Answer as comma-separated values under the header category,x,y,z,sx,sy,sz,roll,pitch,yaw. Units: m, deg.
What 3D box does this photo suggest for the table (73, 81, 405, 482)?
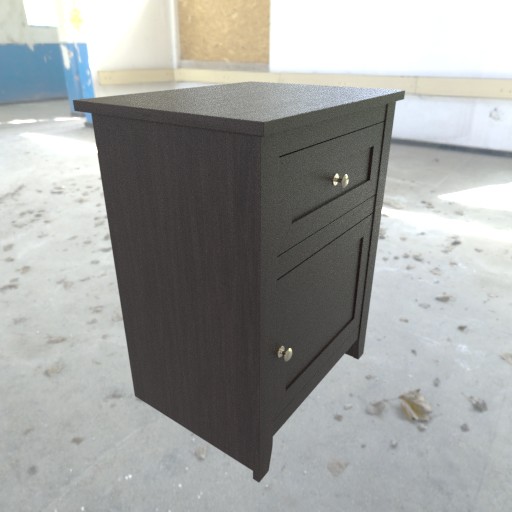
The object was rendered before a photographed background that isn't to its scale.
category,x,y,z,sx,sy,sz,roll,pitch,yaw
table,0.000,0.000,0.924,0.381,0.635,0.480,17,31,32
